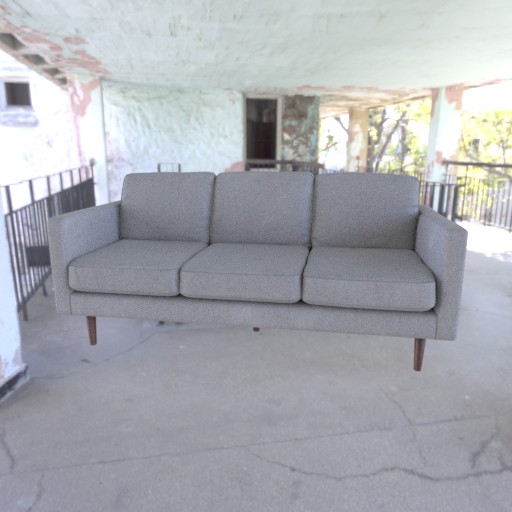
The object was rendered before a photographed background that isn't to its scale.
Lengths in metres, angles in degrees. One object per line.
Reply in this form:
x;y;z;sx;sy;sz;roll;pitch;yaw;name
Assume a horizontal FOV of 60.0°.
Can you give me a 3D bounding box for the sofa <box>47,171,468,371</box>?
0.000;0.000;2.502;1.983;0.918;0.944;2;14;10;sofa
